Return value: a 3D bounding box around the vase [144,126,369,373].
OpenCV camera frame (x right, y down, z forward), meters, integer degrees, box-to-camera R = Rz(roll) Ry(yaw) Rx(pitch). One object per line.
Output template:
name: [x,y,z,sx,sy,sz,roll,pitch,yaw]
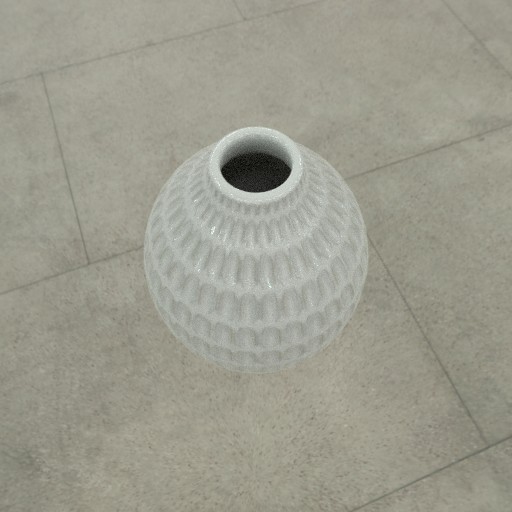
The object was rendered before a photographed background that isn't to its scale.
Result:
vase: [0.000,0.000,0.328,0.162,0.223,0.162,0,64,0]
